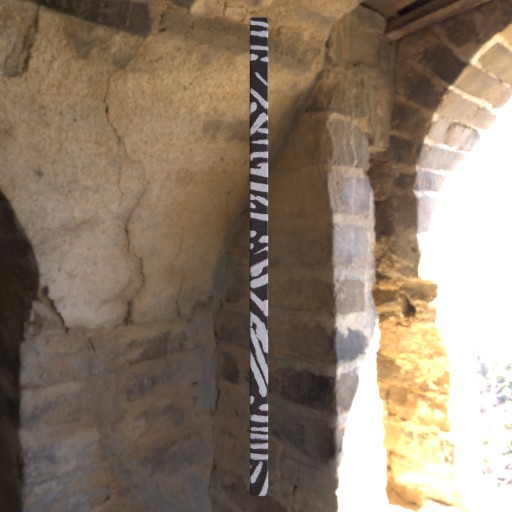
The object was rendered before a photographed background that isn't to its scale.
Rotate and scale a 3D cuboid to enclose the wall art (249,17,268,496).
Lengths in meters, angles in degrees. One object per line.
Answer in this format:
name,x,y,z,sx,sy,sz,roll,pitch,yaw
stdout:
wall art,0.000,0.000,1.321,0.038,1.017,0.765,0,1,-1
